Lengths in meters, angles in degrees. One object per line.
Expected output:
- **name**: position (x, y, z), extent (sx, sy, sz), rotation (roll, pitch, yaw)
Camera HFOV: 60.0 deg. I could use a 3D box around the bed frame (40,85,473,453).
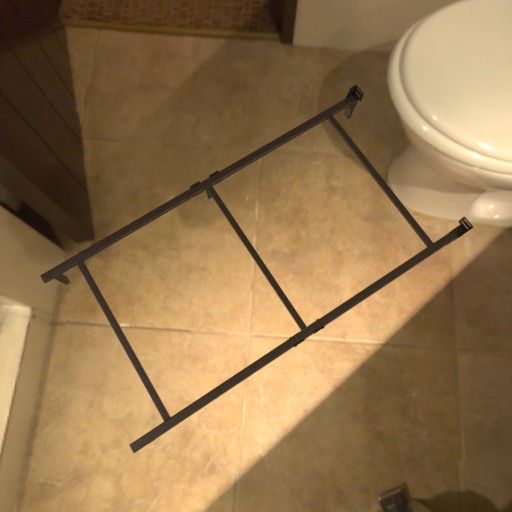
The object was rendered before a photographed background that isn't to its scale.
- **bed frame**: position (0.000, 0.000, 2.243), extent (1.897, 0.248, 0.968), rotation (-32, 77, -8)
